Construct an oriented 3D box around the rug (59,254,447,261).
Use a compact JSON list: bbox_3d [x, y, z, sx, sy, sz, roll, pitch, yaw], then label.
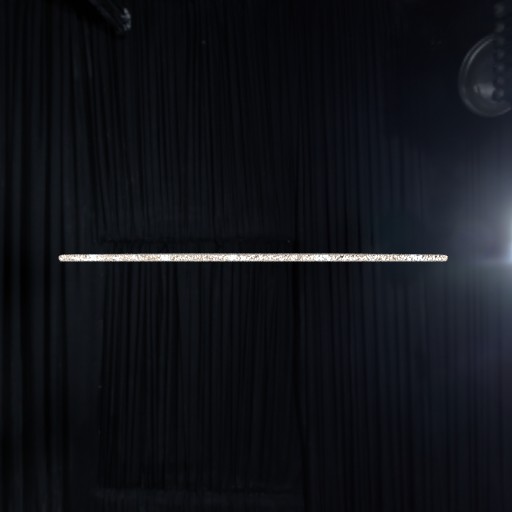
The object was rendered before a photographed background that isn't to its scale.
[{"bbox_3d":[0.000,0.000,3.378,1.778,0.030,2.743,0,0,1],"label":"rug"}]
